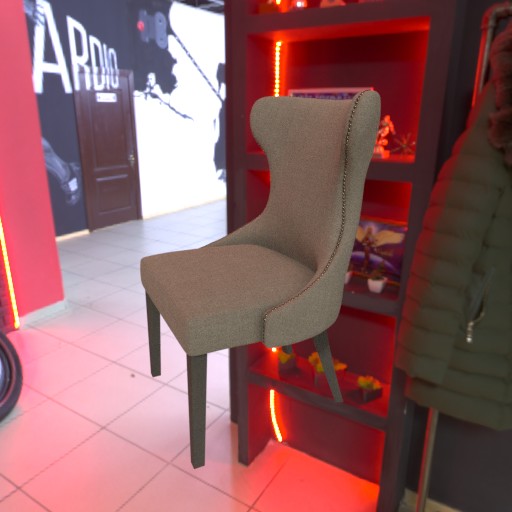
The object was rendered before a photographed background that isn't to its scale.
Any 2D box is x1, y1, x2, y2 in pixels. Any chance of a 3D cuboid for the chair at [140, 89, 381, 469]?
[{"bbox_3d":[0.000,0.000,1.386,0.635,0.967,0.628,-8,20,-24],"label":"chair"}]
